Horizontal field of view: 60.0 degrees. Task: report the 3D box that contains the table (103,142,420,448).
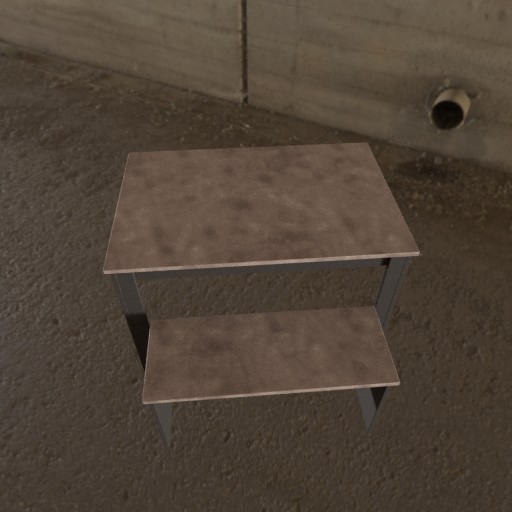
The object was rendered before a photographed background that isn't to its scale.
[{"bbox_3d":[0.000,0.000,2.040,1.100,0.700,1.443,-3,46,-3],"label":"table"}]
